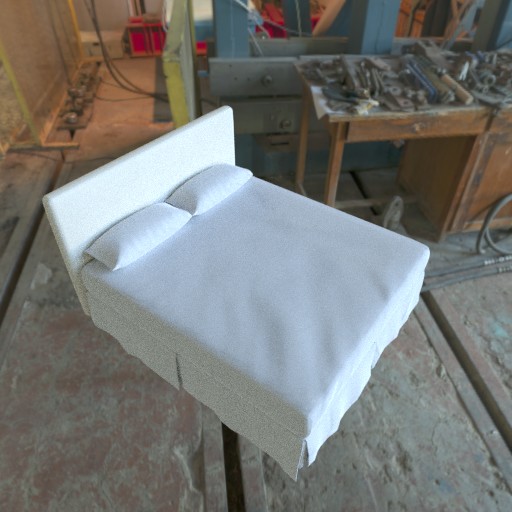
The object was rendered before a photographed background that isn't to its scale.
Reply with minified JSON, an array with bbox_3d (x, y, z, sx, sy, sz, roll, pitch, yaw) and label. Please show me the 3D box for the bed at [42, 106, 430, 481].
[{"bbox_3d":[0.000,0.000,3.623,2.341,1.317,2.119,26,48,27],"label":"bed"}]
